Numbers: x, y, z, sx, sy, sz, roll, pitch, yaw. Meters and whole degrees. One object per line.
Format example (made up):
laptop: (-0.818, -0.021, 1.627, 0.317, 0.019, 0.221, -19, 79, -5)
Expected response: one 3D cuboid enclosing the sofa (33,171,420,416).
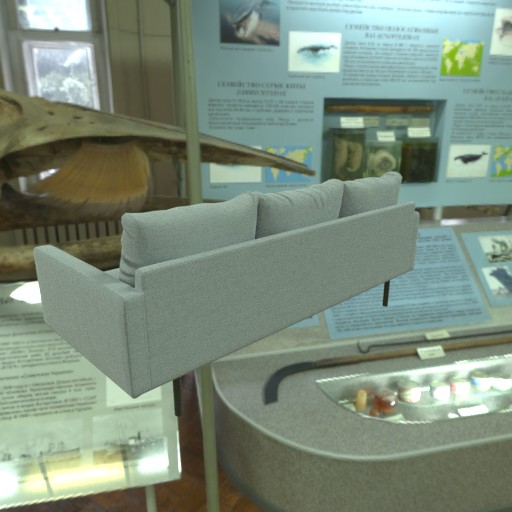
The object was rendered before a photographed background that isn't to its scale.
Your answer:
sofa: (0.000, 0.000, 2.397, 2.000, 0.830, 0.850, -16, 23, -42)
